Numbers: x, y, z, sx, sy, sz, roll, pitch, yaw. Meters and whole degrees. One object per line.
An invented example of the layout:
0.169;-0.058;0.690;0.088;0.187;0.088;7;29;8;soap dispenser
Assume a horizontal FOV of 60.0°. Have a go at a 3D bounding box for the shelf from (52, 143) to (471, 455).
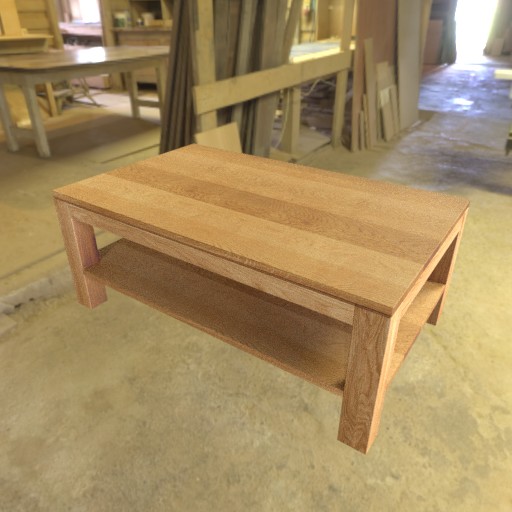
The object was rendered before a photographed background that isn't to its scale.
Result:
0.000;0.000;1.531;1.150;0.450;0.700;19;34;30;shelf
